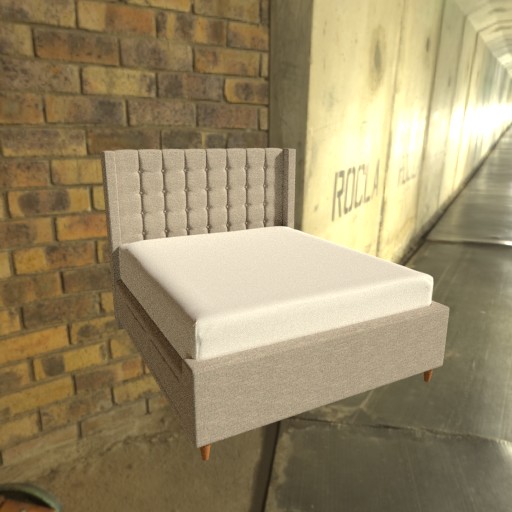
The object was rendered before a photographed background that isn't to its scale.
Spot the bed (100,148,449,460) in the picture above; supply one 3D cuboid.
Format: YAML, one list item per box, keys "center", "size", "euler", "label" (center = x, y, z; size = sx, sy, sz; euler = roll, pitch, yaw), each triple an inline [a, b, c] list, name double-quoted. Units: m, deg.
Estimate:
- center: [0.000, 0.000, 3.805]
  size: [2.044, 1.748, 2.372]
  euler: [-8, 17, -27]
  label: "bed"
